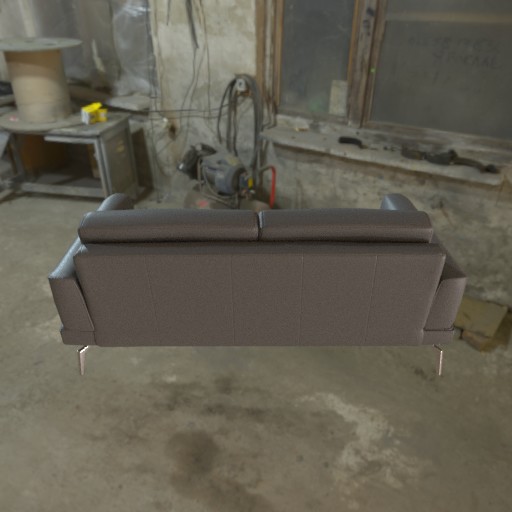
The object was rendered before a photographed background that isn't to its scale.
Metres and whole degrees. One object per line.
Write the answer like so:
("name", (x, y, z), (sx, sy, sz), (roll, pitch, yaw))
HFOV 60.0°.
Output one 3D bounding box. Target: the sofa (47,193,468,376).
("sofa", (0.000, 0.000, 2.740), (2.177, 0.930, 1.121), (0, 31, 0))
